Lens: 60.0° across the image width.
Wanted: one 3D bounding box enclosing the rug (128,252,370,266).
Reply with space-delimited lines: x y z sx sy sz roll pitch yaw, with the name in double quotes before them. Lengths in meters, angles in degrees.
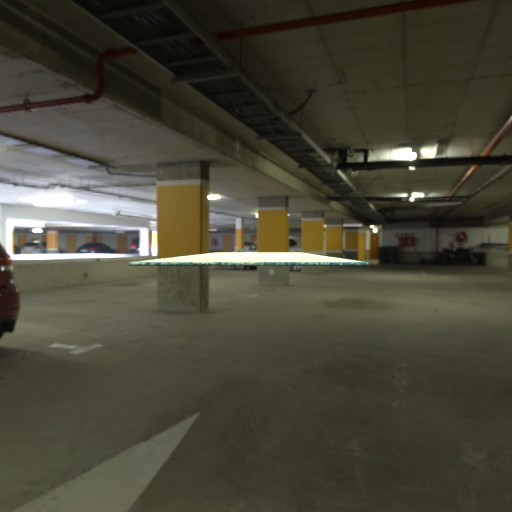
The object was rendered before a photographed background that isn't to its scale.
"rug" 0.000 0.000 2.583 0.750 0.011 2.435 0 1 1
